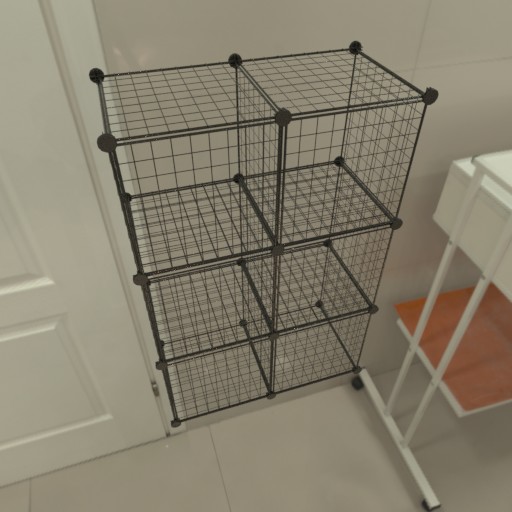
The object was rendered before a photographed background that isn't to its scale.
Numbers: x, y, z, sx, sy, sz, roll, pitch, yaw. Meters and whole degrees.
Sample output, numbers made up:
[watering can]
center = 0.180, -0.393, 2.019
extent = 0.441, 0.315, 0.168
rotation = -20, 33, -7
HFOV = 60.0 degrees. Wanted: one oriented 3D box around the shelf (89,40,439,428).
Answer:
[shelf]
center = 0.000, 0.000, 1.346
extent = 0.711, 1.067, 0.356
rotation = -12, 43, -13
